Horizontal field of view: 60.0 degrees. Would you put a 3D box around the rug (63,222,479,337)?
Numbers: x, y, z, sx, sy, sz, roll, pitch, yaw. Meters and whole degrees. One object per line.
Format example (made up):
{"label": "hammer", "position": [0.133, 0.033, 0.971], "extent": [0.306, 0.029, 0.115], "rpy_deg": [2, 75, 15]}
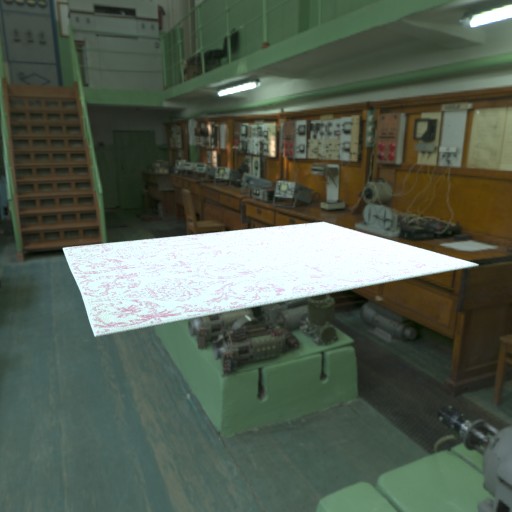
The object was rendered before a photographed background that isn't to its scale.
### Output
{"label": "rug", "position": [0.000, 0.000, 2.875], "extent": [2.202, 0.014, 1.598], "rpy_deg": [-7, 16, -26]}
